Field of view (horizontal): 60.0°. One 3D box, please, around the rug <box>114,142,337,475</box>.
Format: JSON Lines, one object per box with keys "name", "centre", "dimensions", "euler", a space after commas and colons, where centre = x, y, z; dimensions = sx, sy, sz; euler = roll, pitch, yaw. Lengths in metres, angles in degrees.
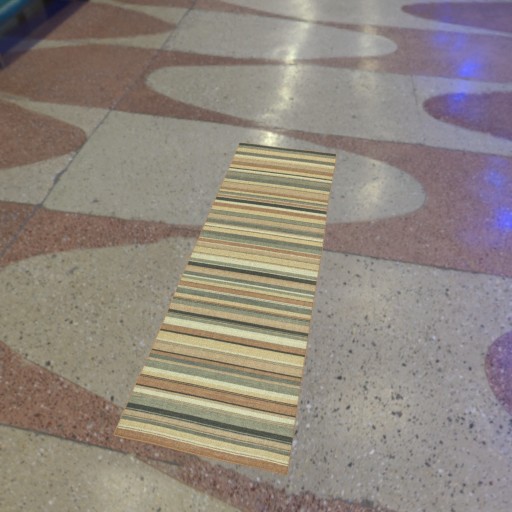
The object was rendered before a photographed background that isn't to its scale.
{"name": "rug", "centre": [0.000, 0.000, 2.753], "dimensions": [0.799, 0.010, 2.444], "euler": [9, 47, 8]}
